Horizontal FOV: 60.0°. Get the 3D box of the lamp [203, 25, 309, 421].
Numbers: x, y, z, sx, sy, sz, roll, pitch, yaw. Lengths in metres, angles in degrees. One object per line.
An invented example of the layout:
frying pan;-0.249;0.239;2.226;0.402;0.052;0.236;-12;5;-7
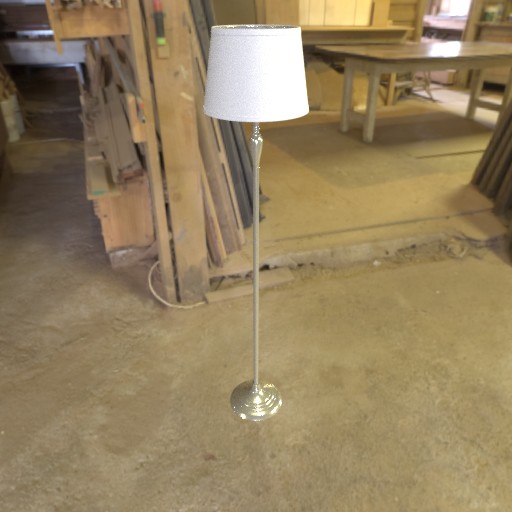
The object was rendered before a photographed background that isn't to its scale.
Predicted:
lamp;0.000;0.000;1.638;0.327;1.506;0.327;-8;31;-13
